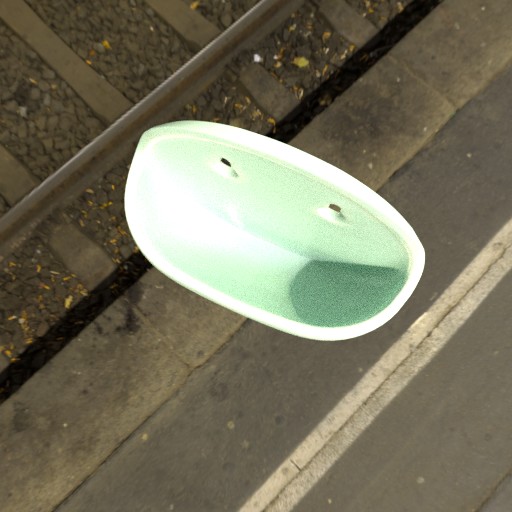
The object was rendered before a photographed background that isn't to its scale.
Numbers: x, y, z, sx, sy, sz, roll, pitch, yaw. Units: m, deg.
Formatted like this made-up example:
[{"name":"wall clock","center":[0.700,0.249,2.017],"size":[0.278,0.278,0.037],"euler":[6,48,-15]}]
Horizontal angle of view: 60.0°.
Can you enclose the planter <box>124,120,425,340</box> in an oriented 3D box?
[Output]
[{"name":"planter","center":[0.000,0.000,0.274],"size":[0.189,0.164,0.073],"euler":[24,78,5]}]
